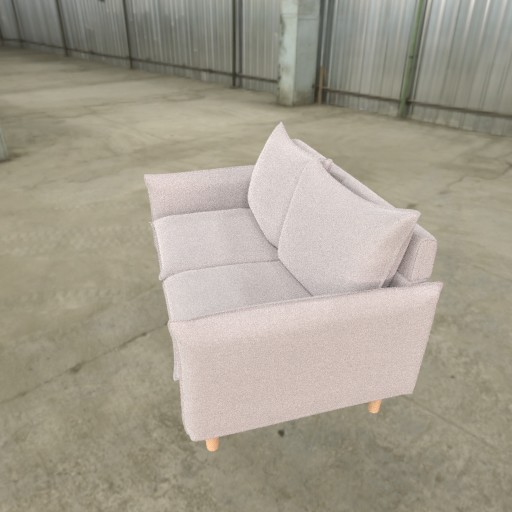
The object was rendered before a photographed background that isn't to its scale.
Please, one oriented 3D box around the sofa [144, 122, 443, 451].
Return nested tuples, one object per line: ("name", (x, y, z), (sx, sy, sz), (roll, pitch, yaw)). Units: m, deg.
("sofa", (0.000, 0.000, 1.839), (0.820, 0.840, 1.300), (-8, 30, -13))
